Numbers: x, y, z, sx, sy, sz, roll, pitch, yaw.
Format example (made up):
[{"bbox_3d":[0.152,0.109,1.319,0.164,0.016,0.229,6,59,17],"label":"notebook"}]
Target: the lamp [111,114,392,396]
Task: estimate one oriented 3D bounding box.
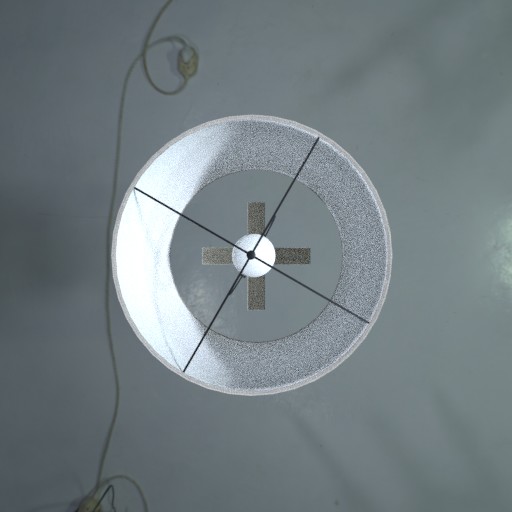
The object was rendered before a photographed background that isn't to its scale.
[{"bbox_3d":[0.000,0.000,0.572,0.229,0.428,0.229,0,90,1],"label":"lamp"}]
